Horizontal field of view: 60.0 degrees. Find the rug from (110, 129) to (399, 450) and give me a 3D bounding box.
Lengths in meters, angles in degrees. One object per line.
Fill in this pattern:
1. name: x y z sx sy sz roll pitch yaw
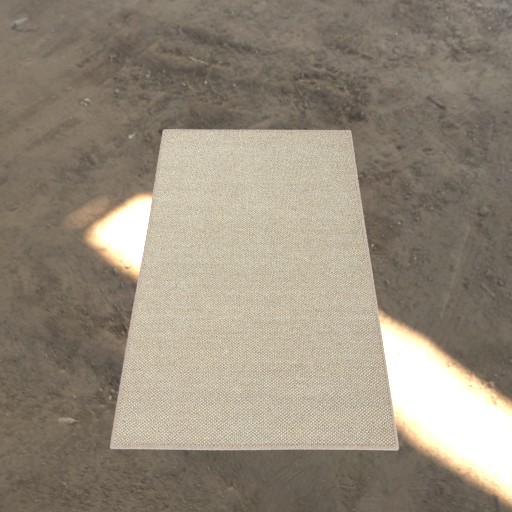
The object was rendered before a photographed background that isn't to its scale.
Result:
1. rug: 0.000 0.000 2.066 1.067 0.013 1.676 0 58 0
